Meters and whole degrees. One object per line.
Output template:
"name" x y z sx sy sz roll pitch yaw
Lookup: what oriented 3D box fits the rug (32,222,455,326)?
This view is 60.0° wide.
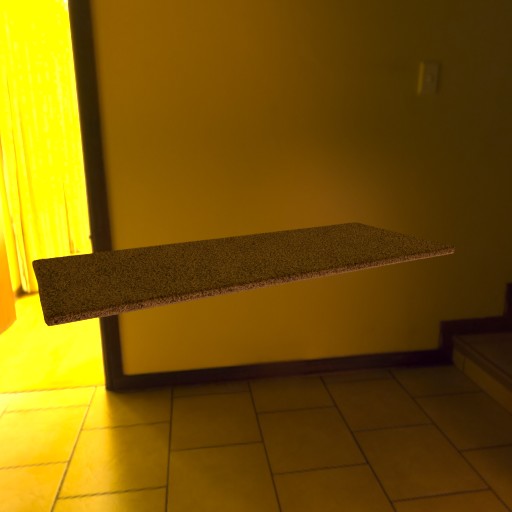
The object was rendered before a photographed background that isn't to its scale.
"rug" 0.000 0.000 1.706 1.524 0.030 0.609 -8 17 -28
